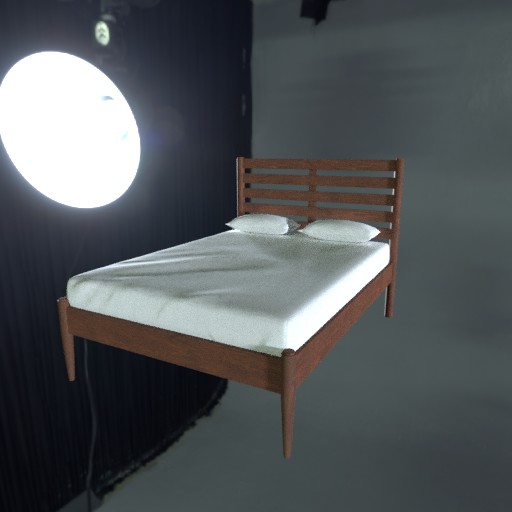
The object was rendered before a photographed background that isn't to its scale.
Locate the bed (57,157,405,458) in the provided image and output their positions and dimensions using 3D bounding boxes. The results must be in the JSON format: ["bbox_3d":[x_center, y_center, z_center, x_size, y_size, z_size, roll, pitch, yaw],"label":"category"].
[{"bbox_3d":[0.000,0.000,3.072,1.509,1.304,2.093,7,15,28],"label":"bed"}]
